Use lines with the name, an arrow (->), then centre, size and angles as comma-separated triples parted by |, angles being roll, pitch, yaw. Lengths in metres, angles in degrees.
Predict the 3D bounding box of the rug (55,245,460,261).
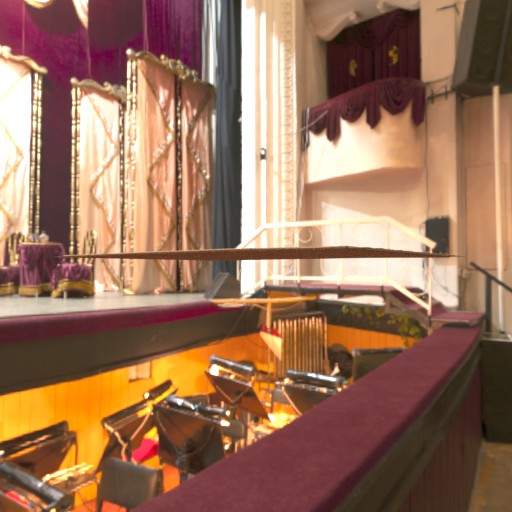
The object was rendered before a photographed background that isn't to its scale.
rug -> 0.000, 0.000, 3.981 | 3.027, 0.028, 2.125 | -1, -2, 37
